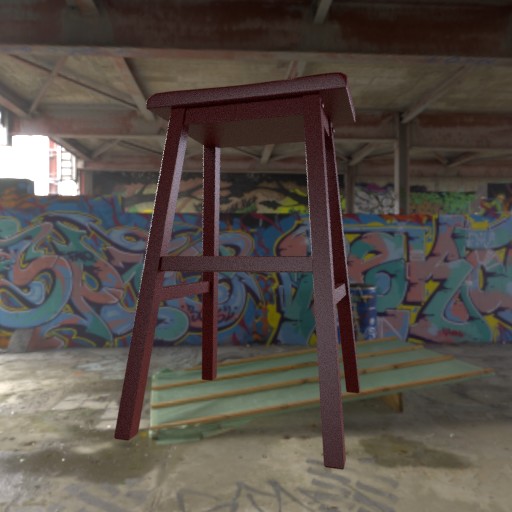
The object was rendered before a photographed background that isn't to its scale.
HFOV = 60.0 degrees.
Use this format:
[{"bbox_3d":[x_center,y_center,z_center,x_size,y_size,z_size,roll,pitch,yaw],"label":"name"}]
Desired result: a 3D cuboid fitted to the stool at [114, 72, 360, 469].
[{"bbox_3d":[0.000,0.000,1.057,0.457,0.737,0.476,0,0,16],"label":"stool"}]
